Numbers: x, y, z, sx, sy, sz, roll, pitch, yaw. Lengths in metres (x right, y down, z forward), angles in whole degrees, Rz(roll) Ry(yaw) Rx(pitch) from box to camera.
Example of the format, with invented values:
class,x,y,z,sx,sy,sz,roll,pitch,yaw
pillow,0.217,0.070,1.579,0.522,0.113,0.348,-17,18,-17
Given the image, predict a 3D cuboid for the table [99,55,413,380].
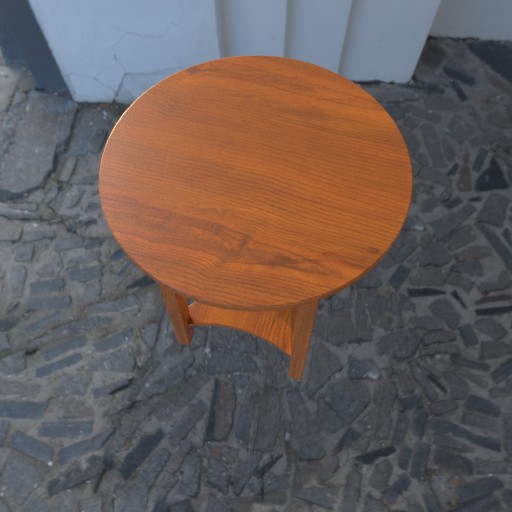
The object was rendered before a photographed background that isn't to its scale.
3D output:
class,x,y,z,sx,sy,sz,roll,pitch,yaw
table,0.000,0.000,0.922,0.457,0.610,0.457,0,63,0
